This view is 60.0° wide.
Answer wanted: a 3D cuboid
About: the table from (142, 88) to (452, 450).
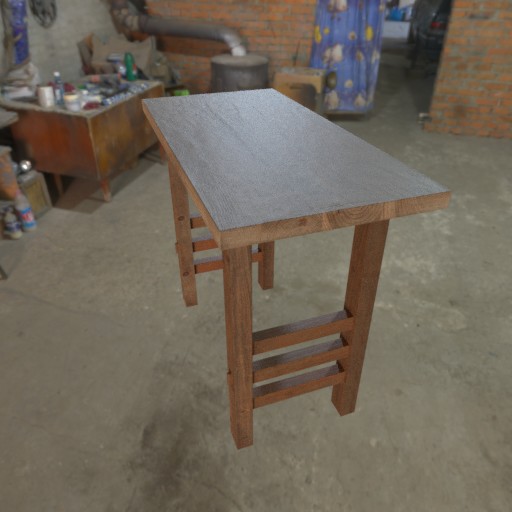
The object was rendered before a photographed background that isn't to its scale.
[{"bbox_3d":[0.000,0.000,1.629,0.556,0.914,1.119,-11,34,-17],"label":"table"}]
